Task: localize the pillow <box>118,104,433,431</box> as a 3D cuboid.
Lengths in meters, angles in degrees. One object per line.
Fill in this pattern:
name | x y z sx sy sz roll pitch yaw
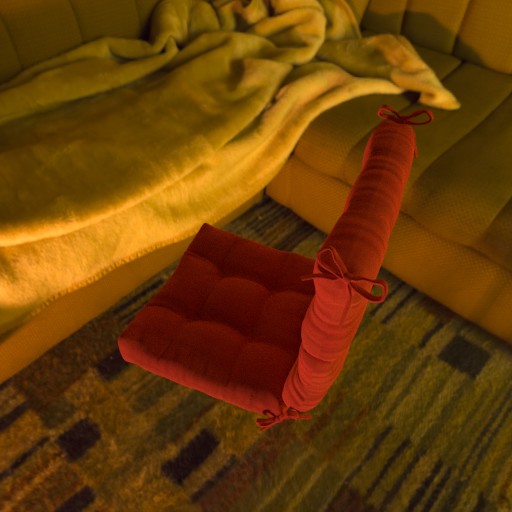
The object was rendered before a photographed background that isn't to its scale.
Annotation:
pillow | 0.000 0.000 1.006 0.571 0.605 0.519 17 49 15
